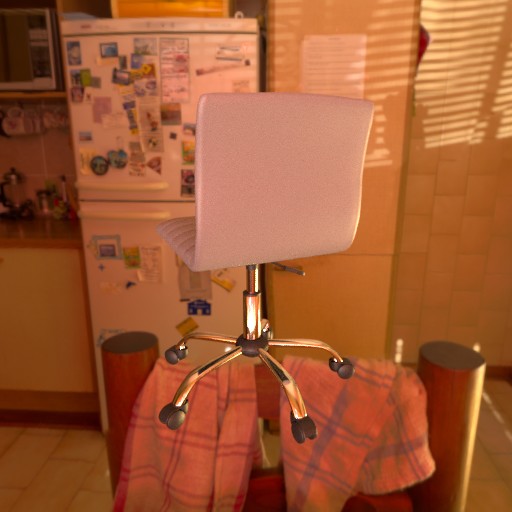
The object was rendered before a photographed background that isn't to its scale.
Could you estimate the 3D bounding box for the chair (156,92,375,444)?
[{"bbox_3d":[0.000,0.000,1.124,0.569,0.750,0.542,-7,17,-26],"label":"chair"}]
